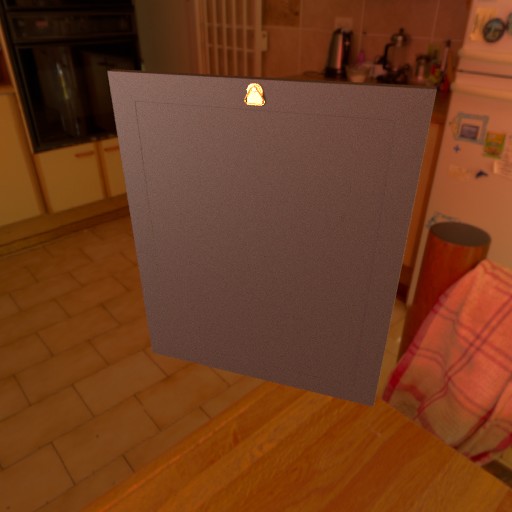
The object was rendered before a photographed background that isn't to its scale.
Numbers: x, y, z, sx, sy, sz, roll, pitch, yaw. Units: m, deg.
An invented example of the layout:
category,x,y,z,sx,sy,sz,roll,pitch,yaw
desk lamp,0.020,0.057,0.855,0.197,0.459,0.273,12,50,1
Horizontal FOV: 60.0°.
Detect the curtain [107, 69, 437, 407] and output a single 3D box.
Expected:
category,x,y,z,sx,sy,sz,roll,pitch,yaw
curtain,0.000,0.000,0.778,0.483,0.585,0.027,10,32,16
